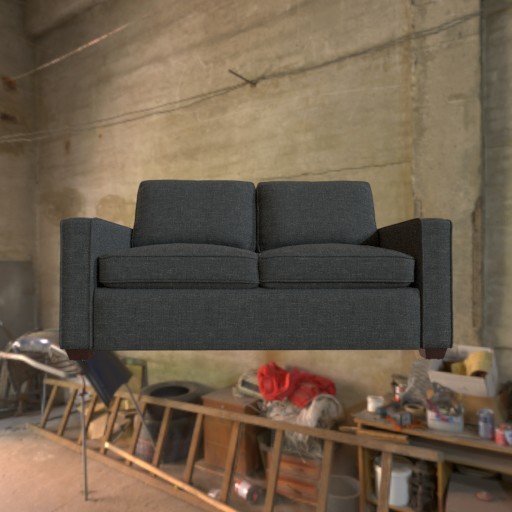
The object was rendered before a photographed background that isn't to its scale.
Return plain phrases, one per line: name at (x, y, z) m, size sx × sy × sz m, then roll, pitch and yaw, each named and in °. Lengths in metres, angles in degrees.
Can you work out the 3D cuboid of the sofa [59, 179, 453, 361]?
sofa at (0.000, 0.000, 2.344) m, size 1.709 × 0.918 × 0.947 m, roll 0°, pitch -1°, yaw -1°
